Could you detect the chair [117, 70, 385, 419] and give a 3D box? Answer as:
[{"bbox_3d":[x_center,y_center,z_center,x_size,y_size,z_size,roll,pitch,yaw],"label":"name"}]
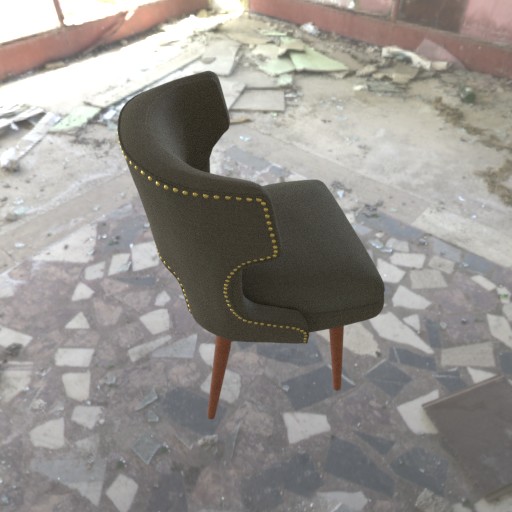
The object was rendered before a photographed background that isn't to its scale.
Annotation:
[{"bbox_3d":[0.000,0.000,1.241,0.581,0.863,0.595,-10,45,-10],"label":"chair"}]
